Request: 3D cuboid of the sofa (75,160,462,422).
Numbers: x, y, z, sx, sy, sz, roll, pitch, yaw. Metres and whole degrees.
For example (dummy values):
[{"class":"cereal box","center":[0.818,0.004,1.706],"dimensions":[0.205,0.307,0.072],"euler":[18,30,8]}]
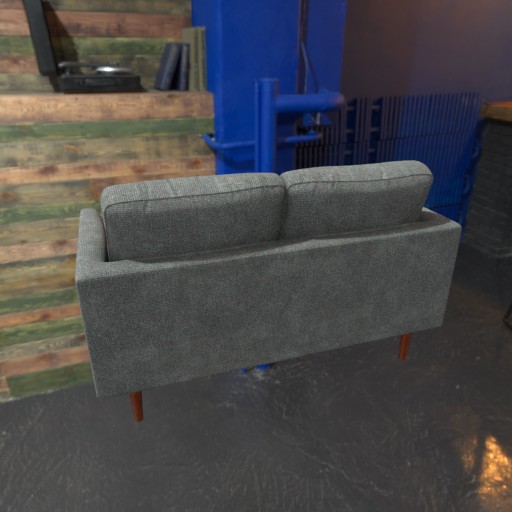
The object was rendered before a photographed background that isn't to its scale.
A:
[{"class":"sofa","center":[0.000,0.000,2.121],"dimensions":[1.582,0.956,0.903],"euler":[-8,26,-17]}]
